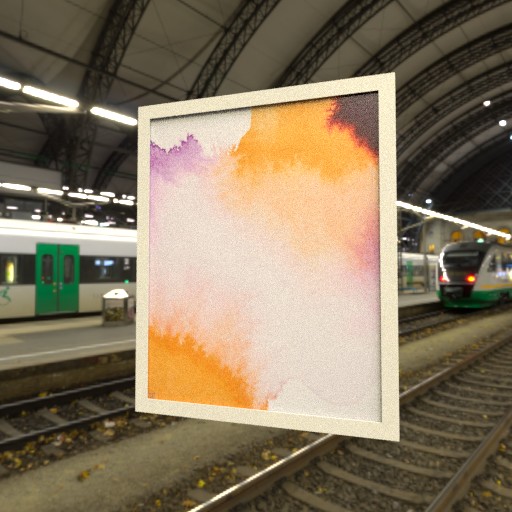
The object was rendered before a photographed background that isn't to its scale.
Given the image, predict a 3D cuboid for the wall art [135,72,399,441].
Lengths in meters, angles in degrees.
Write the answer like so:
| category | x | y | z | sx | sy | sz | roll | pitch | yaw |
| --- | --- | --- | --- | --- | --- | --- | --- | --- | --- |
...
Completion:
| category | x | y | z | sx | sy | sz | roll | pitch | yaw |
| --- | --- | --- | --- | --- | --- | --- | --- | --- | --- |
| wall art | 0.000 | 0.000 | 1.090 | 0.661 | 0.811 | 0.026 | -1 | -2 | 18 |
